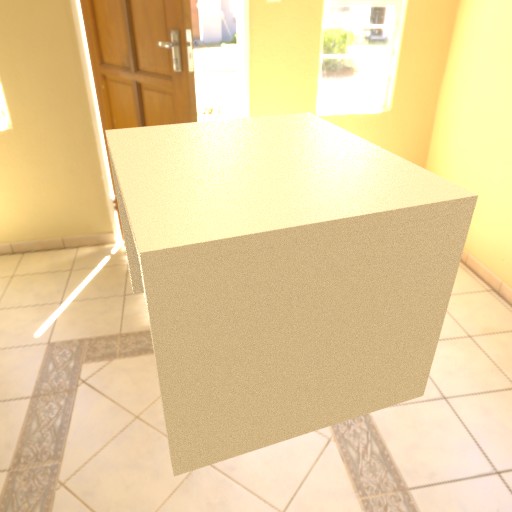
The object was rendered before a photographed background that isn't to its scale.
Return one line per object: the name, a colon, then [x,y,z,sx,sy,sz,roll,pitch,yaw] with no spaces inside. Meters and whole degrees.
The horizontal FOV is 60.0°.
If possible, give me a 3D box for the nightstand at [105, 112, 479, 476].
nightstand: [0.000,0.000,0.761,0.408,0.351,0.470,-11,32,-17]
